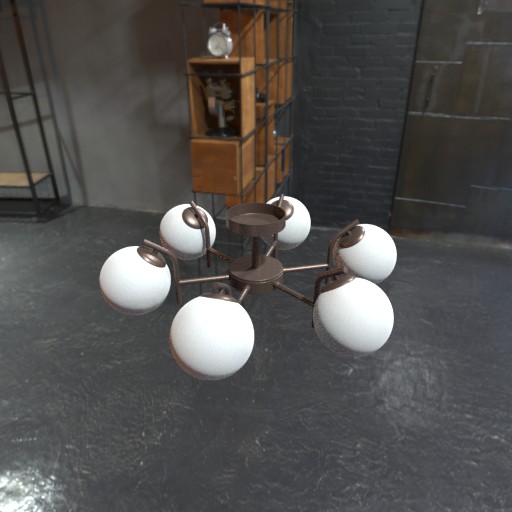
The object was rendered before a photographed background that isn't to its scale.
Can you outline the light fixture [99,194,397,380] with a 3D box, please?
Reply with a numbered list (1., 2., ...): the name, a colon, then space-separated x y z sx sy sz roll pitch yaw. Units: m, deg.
1. light fixture: 0.000 0.000 0.969 0.662 0.201 0.662 0 27 0
